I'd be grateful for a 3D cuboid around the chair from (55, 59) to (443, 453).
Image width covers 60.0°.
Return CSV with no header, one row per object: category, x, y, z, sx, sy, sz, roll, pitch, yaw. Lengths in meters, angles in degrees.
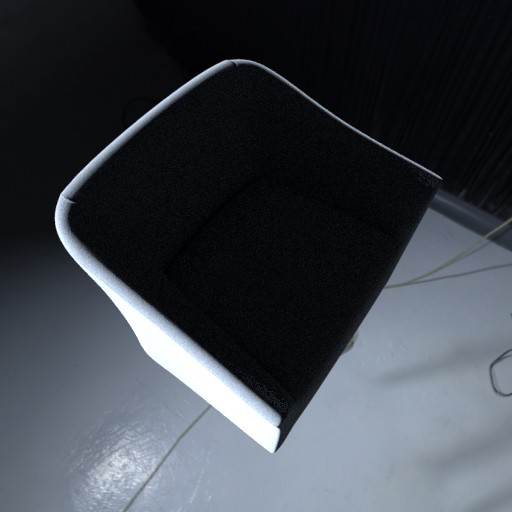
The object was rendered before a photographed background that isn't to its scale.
chair,0.000,0.000,1.310,0.700,0.720,0.790,32,64,18
